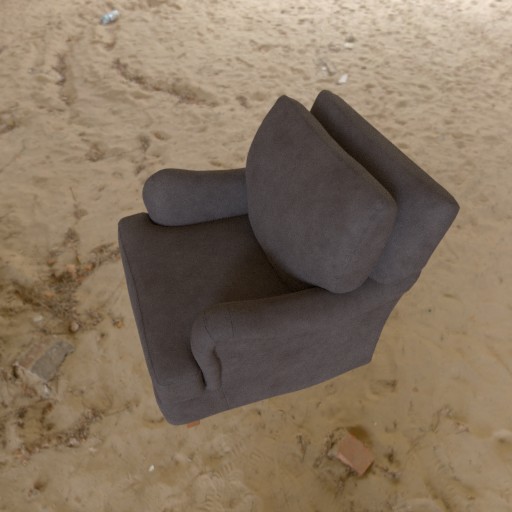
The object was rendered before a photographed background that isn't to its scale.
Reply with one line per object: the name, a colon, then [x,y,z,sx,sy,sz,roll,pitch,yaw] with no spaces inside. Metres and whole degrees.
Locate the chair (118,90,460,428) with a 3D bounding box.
chair: [0.000,0.000,1.853,1.070,0.997,0.955,-15,47,-15]
